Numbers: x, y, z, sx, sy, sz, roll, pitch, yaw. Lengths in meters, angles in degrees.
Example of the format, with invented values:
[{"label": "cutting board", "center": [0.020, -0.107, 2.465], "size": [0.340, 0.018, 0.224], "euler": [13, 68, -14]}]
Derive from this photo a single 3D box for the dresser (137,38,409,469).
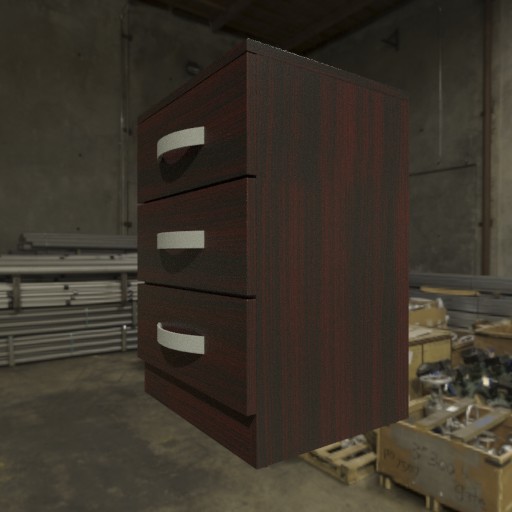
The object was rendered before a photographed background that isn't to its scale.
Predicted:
[{"label": "dresser", "center": [0.000, 0.000, 0.821], "size": [0.360, 0.560, 0.400], "euler": [0, 0, -35]}]
